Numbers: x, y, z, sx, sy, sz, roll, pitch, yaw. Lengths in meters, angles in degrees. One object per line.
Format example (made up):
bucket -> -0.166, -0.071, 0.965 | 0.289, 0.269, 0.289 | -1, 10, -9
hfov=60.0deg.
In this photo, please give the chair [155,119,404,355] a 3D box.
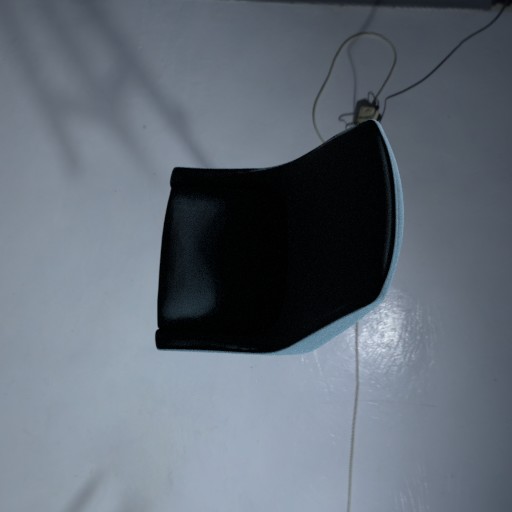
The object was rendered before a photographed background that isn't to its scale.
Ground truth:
chair -> 0.000, 0.000, 1.217 | 0.544, 0.861, 0.529 | 2, 76, 1
